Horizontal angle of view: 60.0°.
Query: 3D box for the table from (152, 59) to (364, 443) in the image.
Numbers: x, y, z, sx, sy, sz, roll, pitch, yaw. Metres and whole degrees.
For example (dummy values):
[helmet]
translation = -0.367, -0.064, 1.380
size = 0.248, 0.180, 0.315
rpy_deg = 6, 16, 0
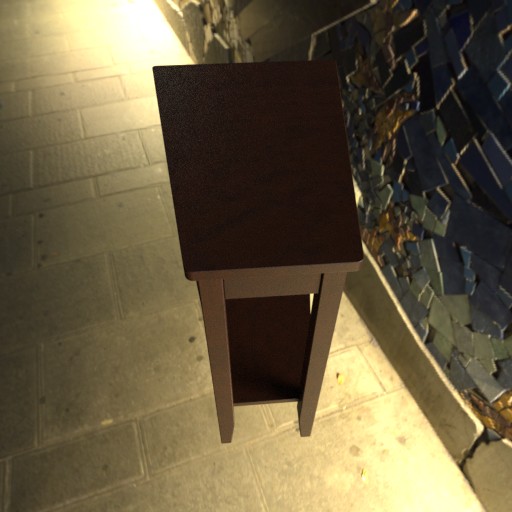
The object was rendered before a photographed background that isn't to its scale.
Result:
[table]
translation = 0.000, 0.000, 0.969
size = 0.399, 0.589, 0.605
rpy_deg = -3, 46, -3
